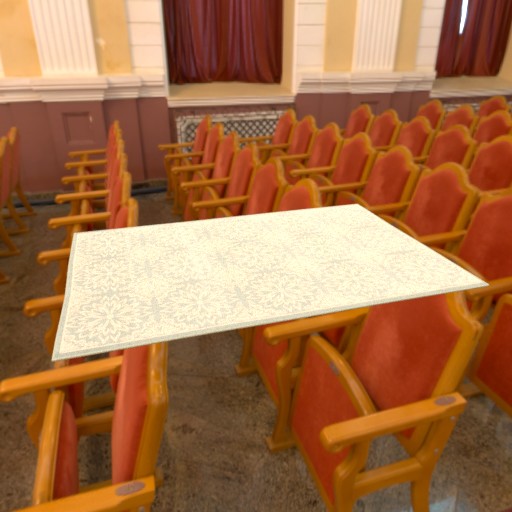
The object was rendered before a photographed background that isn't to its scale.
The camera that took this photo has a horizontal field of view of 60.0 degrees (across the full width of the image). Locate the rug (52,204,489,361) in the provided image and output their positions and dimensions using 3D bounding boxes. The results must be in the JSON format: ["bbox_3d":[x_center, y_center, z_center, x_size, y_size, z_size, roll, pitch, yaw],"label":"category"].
[{"bbox_3d":[0.000,0.000,2.292,1.840,0.012,1.219,-7,26,-15],"label":"rug"}]
